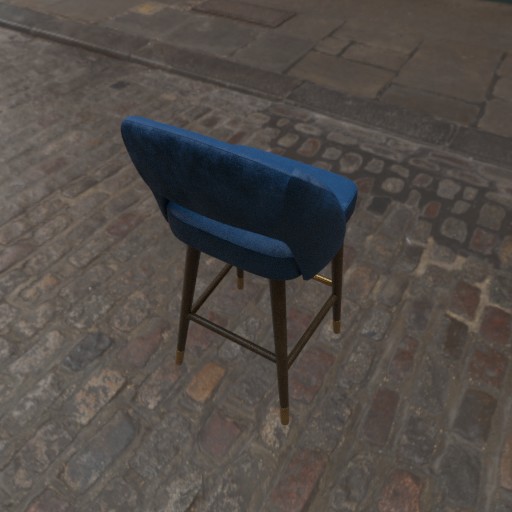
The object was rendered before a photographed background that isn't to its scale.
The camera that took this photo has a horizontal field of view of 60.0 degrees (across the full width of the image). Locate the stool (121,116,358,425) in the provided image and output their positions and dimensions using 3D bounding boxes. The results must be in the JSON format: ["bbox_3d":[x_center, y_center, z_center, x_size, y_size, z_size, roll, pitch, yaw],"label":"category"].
[{"bbox_3d":[0.000,0.000,1.308,0.514,1.016,0.515,23,49,21],"label":"stool"}]
